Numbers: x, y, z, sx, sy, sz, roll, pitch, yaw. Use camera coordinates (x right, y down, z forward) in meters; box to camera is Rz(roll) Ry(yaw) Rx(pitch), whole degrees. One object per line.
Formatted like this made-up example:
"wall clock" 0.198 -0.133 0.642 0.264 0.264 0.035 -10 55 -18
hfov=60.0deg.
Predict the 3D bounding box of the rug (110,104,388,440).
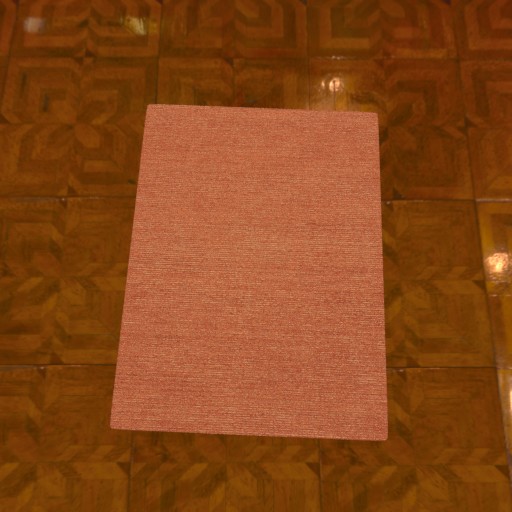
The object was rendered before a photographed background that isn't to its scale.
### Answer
"rug" 0.000 0.000 2.794 1.594 0.009 2.112 2 75 1
